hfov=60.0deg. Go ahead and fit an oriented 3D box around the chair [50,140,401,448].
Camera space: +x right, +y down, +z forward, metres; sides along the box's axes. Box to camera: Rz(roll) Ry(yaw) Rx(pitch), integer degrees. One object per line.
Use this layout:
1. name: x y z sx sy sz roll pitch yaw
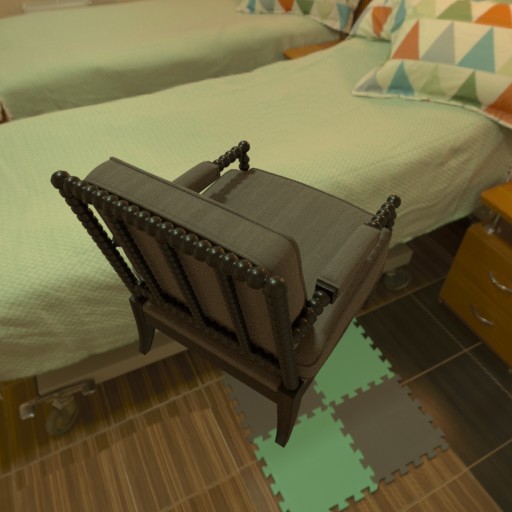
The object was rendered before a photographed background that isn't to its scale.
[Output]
1. chair: 0.000 0.000 1.106 0.540 0.661 0.622 26 51 23
